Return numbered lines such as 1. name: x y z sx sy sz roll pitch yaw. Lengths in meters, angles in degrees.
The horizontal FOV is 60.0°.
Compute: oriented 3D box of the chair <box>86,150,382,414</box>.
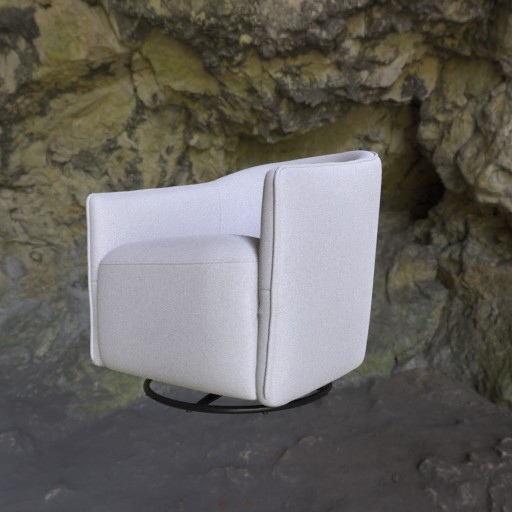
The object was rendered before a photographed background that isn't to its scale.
1. chair: 0.000 0.000 1.458 0.747 0.799 0.875 0 -1 36
